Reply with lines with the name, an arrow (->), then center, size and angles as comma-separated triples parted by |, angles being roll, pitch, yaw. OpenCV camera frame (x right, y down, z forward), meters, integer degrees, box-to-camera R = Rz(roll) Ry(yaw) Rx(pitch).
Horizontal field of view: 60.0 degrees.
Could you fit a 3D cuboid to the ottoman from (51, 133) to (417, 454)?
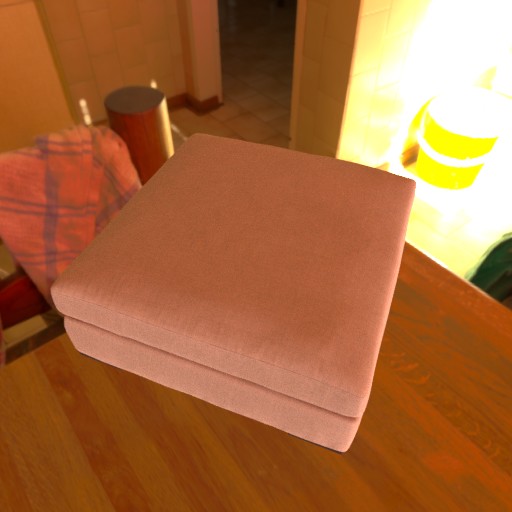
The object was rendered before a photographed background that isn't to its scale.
ottoman -> 0.000, 0.000, 1.897 | 1.171, 0.517, 1.203 | 16, 48, 15
